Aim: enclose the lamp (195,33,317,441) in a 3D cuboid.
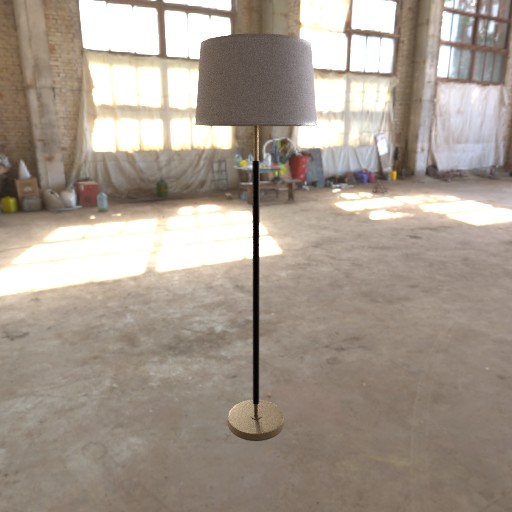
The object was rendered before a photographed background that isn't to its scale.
[{"bbox_3d":[0.000,0.000,1.661,0.420,1.447,0.420,0,16,0],"label":"lamp"}]
